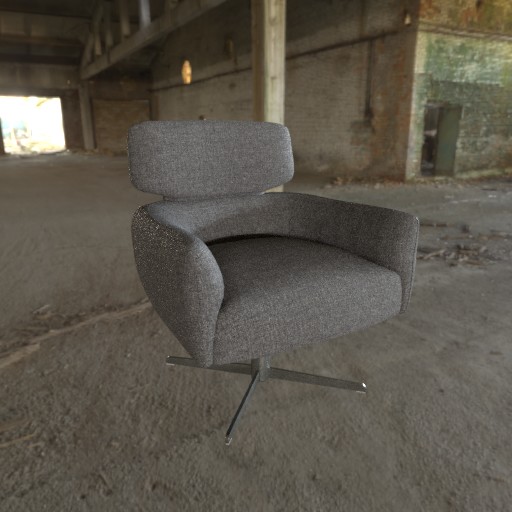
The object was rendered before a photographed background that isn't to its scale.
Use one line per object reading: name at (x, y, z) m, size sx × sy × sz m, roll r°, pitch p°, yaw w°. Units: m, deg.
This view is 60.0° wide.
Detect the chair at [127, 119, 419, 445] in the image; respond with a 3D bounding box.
chair at (0.000, 0.000, 1.362) m, size 0.706 × 0.812 × 0.715 m, roll -9°, pitch 18°, yaw -28°
